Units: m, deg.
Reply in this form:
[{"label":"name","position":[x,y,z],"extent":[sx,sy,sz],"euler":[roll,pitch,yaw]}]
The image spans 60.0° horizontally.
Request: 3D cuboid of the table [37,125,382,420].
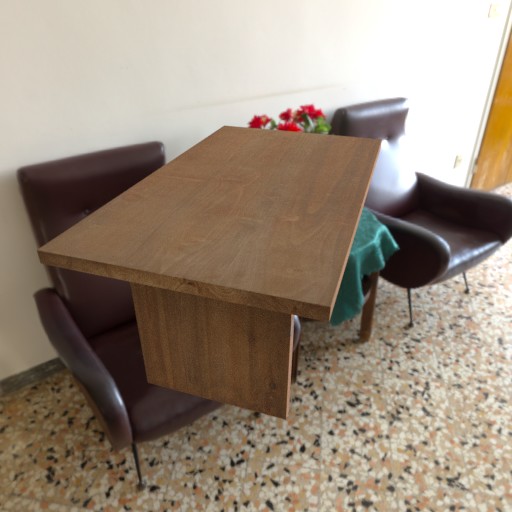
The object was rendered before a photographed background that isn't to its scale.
[{"label":"table","position":[0.000,0.000,2.145],"extent":[0.946,0.780,1.609],"euler":[10,32,16]}]
